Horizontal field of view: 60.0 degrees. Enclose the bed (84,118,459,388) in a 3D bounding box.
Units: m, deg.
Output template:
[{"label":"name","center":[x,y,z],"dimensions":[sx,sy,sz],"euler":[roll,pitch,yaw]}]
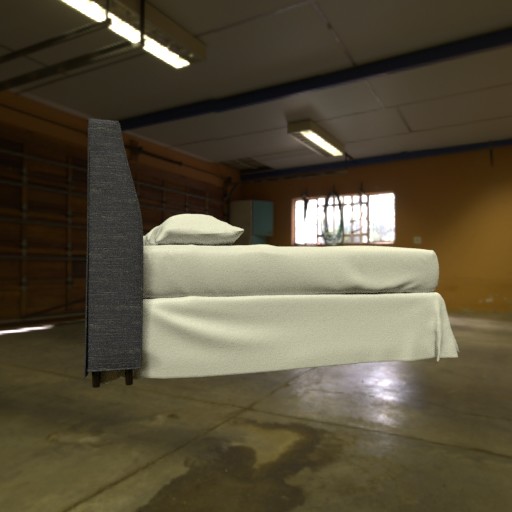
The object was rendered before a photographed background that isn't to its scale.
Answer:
[{"label":"bed","center":[0.000,0.000,3.346],"dimensions":[2.276,1.332,1.925],"euler":[0,-1,-16]}]
